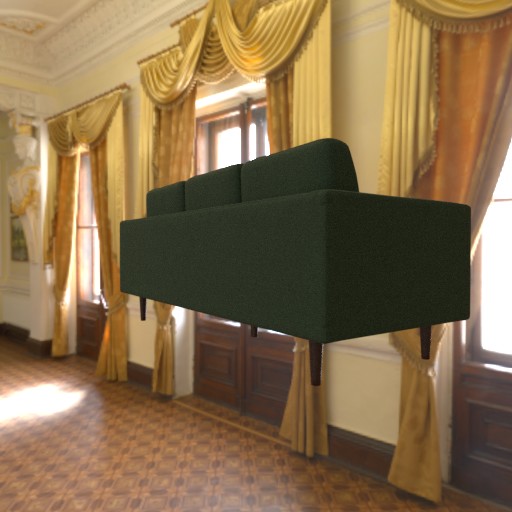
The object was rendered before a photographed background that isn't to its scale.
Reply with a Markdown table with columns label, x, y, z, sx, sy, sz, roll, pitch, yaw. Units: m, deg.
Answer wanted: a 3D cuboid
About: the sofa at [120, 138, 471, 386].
| label | x | y | z | sx | sy | sz | roll | pitch | yaw |
| --- | --- | --- | --- | --- | --- | --- | --- | --- | --- |
| sofa | 0.000 | 0.000 | 2.464 | 0.879 | 0.899 | 2.029 | -1 | 1 | -35 |
